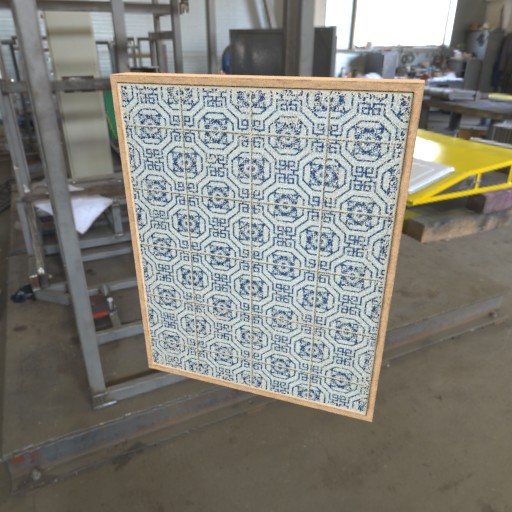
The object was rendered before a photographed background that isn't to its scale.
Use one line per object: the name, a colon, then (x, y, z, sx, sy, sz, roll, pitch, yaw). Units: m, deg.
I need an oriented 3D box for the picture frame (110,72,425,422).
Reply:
picture frame: (0.000, 0.000, 0.700, 0.421, 0.526, 0.046, 9, 27, 17)
